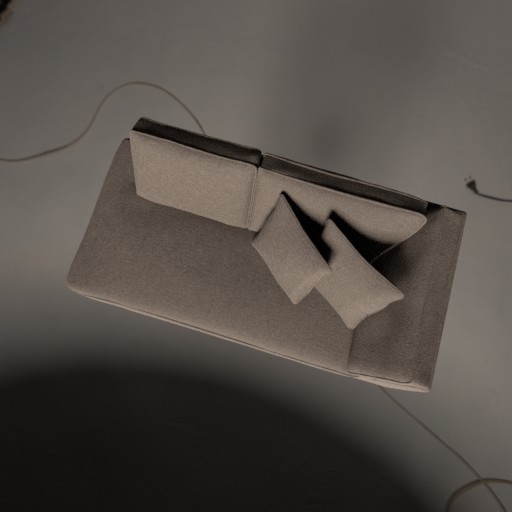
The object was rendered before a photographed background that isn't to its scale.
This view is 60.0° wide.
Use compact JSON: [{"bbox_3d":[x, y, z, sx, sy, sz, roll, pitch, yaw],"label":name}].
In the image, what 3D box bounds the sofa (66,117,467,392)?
[{"bbox_3d":[0.000,0.000,2.810,2.237,1.033,1.110,17,76,4],"label":"sofa"}]
